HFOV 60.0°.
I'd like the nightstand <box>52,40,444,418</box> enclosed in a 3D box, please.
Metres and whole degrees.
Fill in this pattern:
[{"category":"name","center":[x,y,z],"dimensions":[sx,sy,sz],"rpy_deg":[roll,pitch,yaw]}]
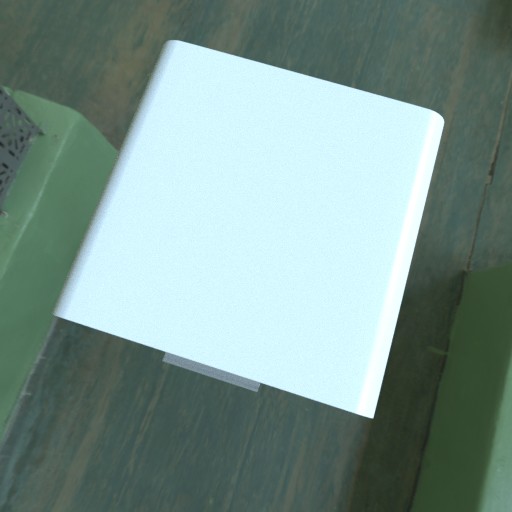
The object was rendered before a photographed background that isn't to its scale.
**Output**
[{"category":"nightstand","center":[0.000,0.000,0.754],"dimensions":[0.399,0.447,0.404],"rpy_deg":[17,78,4]}]
